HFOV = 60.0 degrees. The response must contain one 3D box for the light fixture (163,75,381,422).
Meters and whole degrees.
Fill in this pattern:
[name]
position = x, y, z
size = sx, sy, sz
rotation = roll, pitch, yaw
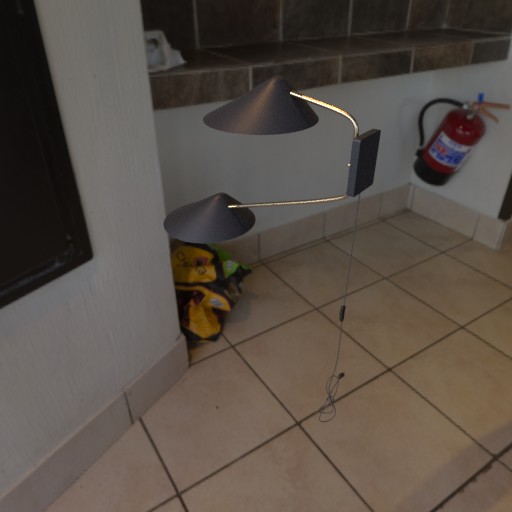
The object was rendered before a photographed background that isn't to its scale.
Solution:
[light fixture]
position = 0.000, 0.000, 0.858
size = 0.422, 0.665, 0.189
rotation = 23, 39, 32
